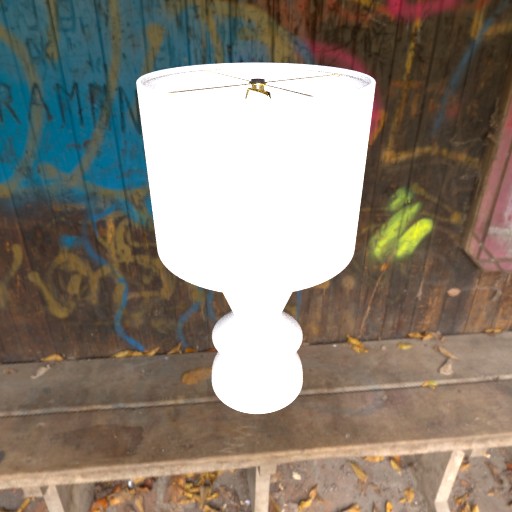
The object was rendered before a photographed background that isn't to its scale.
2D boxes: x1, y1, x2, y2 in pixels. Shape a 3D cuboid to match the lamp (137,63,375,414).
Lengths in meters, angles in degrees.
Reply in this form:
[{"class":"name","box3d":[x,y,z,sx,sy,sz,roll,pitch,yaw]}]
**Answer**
[{"class":"lamp","box3d":[0.000,0.000,0.705,0.301,0.533,0.301,-18,35,-29]}]
